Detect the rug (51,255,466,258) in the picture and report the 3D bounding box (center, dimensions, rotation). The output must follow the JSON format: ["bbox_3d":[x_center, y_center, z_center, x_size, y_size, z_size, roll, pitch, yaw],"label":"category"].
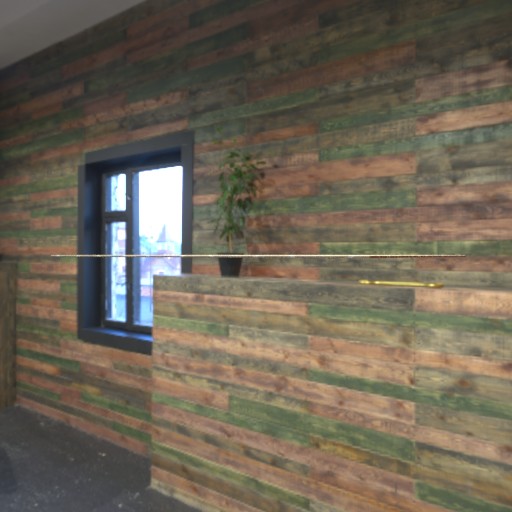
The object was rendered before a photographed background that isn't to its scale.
[{"bbox_3d":[0.000,0.000,2.791,2.134,0.010,1.524,0,0,37],"label":"rug"}]
